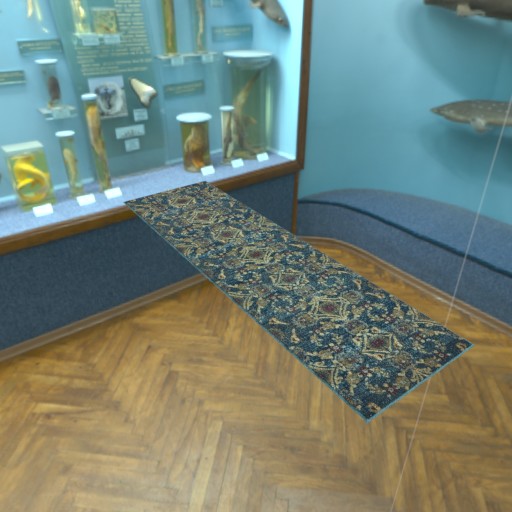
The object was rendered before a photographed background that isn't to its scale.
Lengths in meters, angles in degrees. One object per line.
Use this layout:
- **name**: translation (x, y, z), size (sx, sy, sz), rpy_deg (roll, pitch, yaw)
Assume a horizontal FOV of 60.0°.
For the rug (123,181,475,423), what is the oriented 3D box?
- **rug**: translation (0.000, 0.000, 2.536), size (0.685, 0.014, 2.292), rpy_deg (-21, 37, -30)
